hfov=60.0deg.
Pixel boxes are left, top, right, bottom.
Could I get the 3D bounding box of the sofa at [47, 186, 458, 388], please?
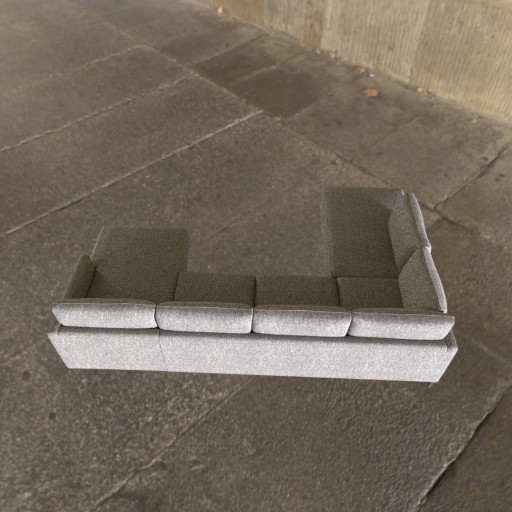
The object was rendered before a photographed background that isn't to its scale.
[{"bbox_3d":[0.000,0.000,3.636,2.737,0.756,1.879,2,47,2],"label":"sofa"}]
